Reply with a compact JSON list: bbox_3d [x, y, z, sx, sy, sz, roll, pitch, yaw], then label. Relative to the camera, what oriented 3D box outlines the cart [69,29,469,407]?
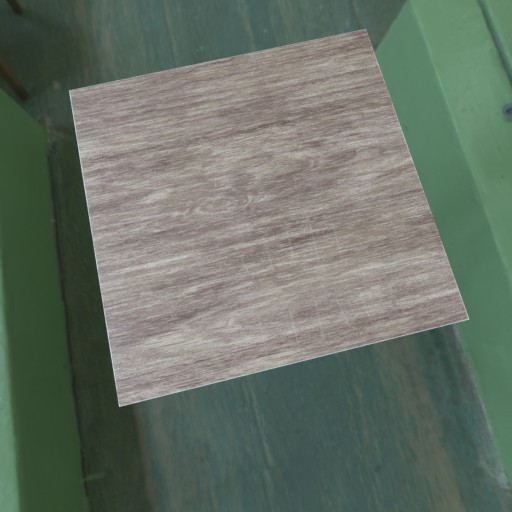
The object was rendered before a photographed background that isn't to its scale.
[{"bbox_3d":[0.000,0.000,1.068,0.521,0.762,0.520,-13,76,-3],"label":"cart"}]
